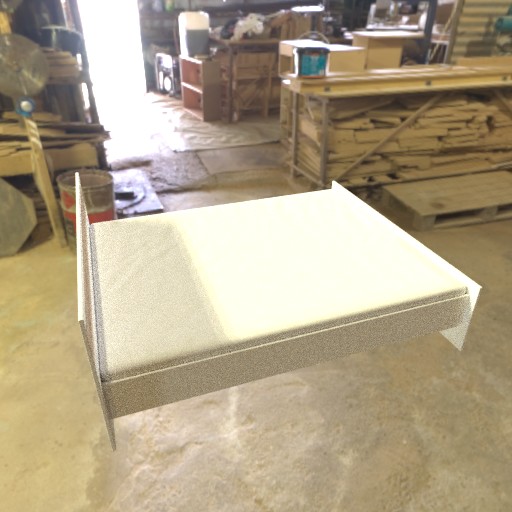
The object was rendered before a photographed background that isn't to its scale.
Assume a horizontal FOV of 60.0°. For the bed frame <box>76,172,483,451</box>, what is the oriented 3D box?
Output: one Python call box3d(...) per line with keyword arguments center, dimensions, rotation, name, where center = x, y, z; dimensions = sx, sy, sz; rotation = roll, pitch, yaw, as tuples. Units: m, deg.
box3d(center=(0.000, 0.000, 2.898), dimensions=(2.060, 0.800, 1.720), rotation=(-10, 32, -17), name="bed frame")
